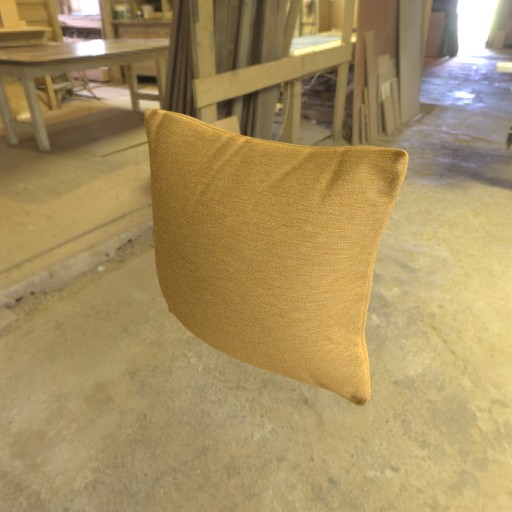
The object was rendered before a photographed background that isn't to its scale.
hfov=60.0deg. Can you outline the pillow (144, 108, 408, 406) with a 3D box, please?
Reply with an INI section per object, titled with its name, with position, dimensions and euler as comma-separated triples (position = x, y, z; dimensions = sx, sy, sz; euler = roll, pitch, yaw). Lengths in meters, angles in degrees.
[pillow]
position = 0.000, 0.000, 0.714
dimensions = 0.435, 0.417, 0.247
euler = 19, 35, 30
